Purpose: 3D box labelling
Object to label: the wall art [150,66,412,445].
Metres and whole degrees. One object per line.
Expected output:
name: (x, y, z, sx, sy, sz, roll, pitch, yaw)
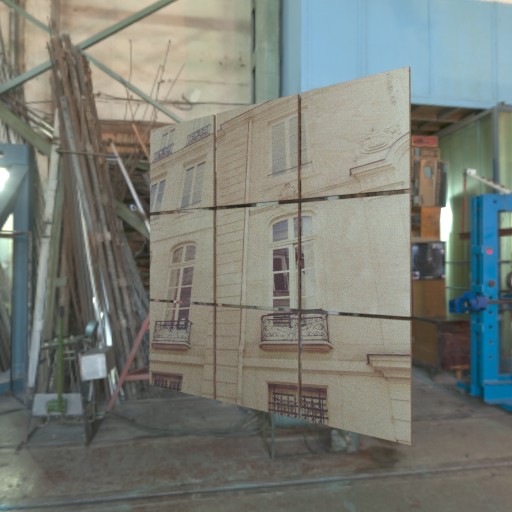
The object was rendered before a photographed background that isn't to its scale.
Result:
wall art: (0.000, 0.000, 1.781, 1.221, 1.218, 0.024, -1, -1, 35)
